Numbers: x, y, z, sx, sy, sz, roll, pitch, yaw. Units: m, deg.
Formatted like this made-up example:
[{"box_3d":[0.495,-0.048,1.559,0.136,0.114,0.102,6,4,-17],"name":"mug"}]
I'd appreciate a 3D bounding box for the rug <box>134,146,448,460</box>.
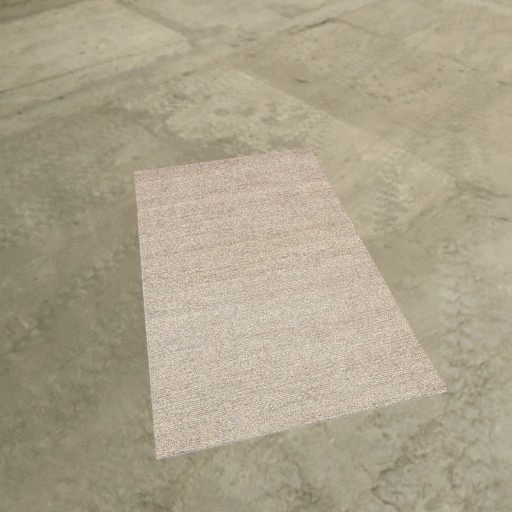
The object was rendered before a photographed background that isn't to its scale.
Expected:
[{"box_3d":[0.000,0.000,2.265,1.154,0.021,1.792,-10,47,-9],"name":"rug"}]
